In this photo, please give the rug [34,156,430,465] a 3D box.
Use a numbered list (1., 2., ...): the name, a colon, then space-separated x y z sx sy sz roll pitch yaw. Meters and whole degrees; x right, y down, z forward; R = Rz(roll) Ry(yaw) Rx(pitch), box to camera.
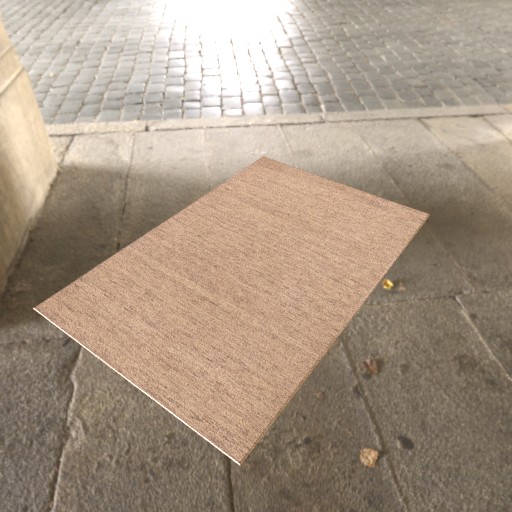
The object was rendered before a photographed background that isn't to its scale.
1. rug: 0.000 0.000 2.356 1.225 0.013 1.840 26 47 27
